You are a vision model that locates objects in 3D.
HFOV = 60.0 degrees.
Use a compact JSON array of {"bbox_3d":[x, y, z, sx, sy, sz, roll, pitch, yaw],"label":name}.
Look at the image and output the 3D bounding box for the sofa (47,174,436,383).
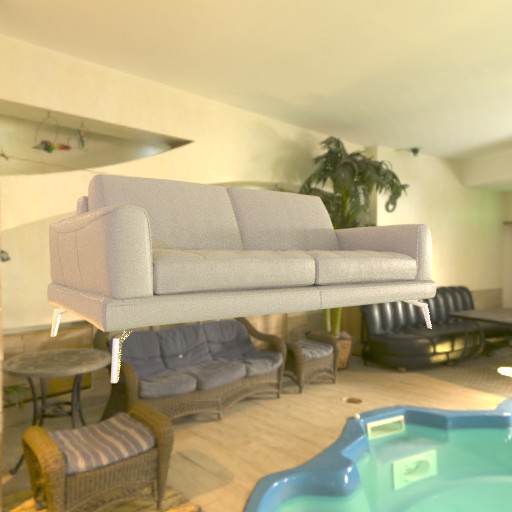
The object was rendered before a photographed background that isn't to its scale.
[{"bbox_3d":[0.000,0.000,2.689,2.177,0.930,1.121,0,0,-35],"label":"sofa"}]
